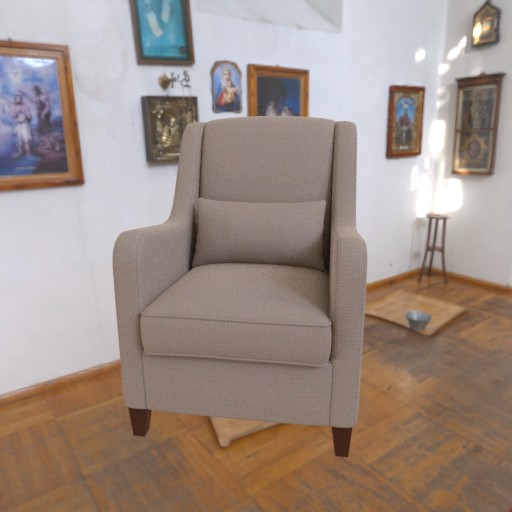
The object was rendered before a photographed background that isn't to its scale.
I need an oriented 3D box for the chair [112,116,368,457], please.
[{"bbox_3d":[0.000,0.000,1.614,0.715,1.017,0.896,2,14,8],"label":"chair"}]
